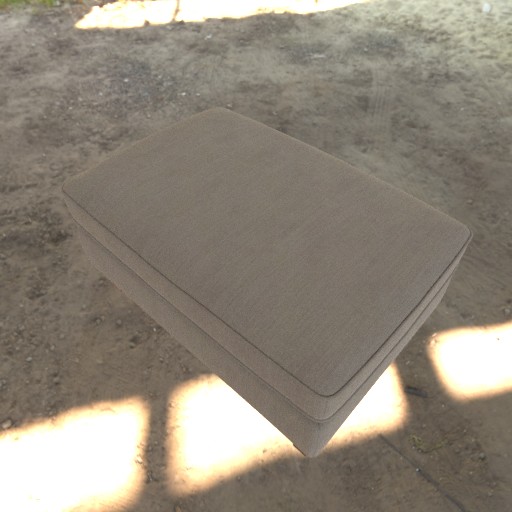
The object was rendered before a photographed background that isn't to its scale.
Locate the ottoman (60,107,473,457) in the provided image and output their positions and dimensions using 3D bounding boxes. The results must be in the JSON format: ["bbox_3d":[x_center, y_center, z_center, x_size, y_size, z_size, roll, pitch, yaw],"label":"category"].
[{"bbox_3d":[0.000,0.000,1.286,0.941,0.480,0.636,34,55,28],"label":"ottoman"}]
